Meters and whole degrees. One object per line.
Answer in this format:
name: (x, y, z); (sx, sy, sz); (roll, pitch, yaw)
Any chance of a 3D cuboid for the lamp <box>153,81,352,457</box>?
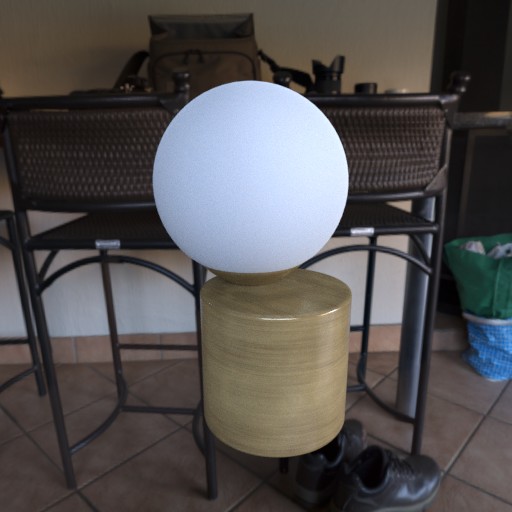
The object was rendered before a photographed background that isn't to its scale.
lamp: (0.000, 0.000, 0.339); (0.152, 0.250, 0.141); (14, 21, 42)
